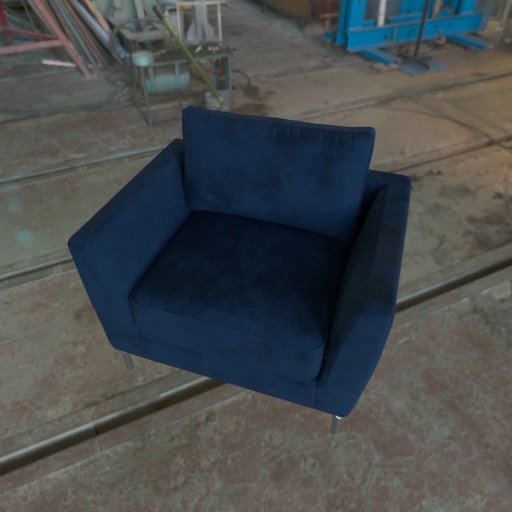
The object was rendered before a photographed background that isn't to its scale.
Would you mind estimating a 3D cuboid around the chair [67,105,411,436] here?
[{"bbox_3d":[0.000,0.000,1.626,0.977,0.893,0.746,12,42,14],"label":"chair"}]
